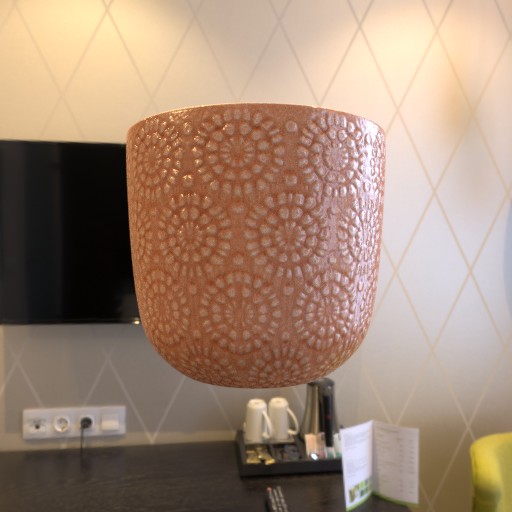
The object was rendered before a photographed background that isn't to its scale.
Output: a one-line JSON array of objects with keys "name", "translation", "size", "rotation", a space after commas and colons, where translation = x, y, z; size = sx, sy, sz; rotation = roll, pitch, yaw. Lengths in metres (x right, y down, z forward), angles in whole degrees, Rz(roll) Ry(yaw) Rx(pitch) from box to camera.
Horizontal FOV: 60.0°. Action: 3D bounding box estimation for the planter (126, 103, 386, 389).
[{"name": "planter", "translation": [0.000, 0.000, 0.372], "size": [0.208, 0.190, 0.208], "rotation": [0, 1, 0]}]
